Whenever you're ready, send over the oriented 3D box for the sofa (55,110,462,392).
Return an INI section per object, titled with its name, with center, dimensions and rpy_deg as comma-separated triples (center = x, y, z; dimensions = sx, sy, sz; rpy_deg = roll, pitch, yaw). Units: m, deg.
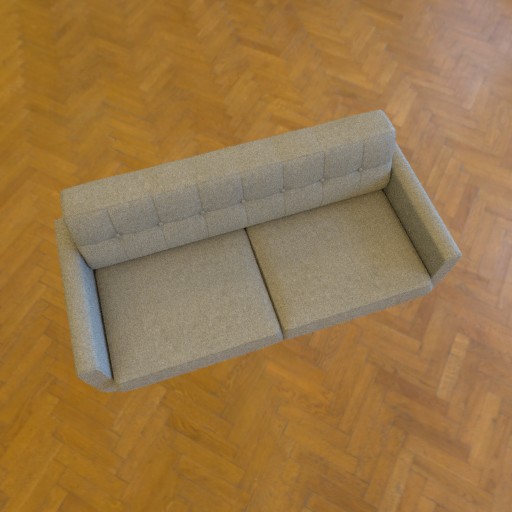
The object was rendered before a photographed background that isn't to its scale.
[sofa]
center = 0.000, 0.000, 2.539
dimensions = 2.055, 0.873, 0.968
rpy_deg = -16, 64, -8
